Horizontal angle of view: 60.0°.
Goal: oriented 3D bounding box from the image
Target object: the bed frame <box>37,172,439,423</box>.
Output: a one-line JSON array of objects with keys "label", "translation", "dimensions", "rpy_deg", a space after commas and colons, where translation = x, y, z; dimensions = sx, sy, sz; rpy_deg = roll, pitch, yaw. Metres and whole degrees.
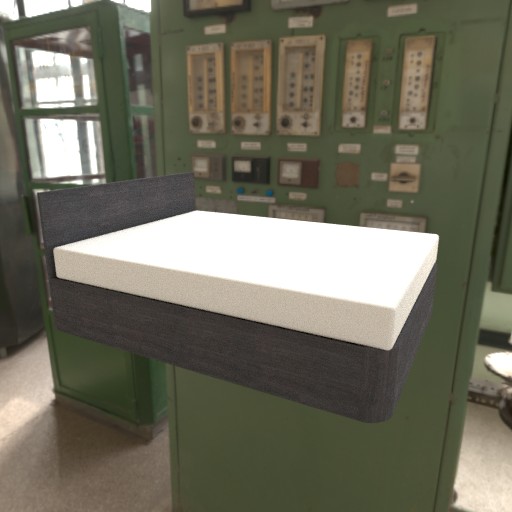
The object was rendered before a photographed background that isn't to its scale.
[{"label": "bed frame", "translation": [0.000, 0.000, 2.635], "dimensions": [1.900, 0.800, 1.400], "rpy_deg": [8, 18, 27]}]
